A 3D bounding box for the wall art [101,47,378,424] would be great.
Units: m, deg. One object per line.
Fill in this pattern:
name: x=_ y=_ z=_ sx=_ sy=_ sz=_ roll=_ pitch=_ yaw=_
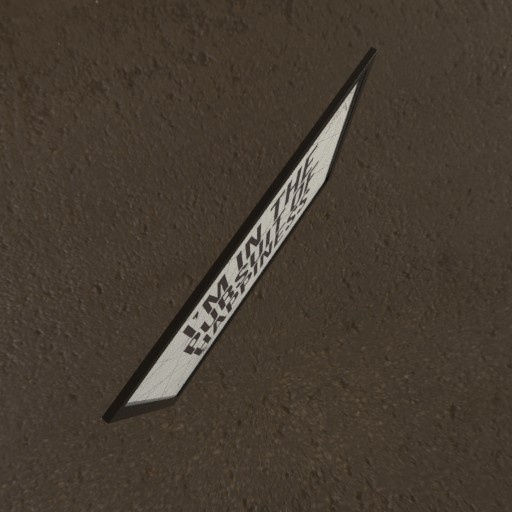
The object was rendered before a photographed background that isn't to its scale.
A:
wall art: x=0.000 y=0.000 z=1.029 sx=0.015 sy=0.552 sz=0.819 roll=33 pitch=77 yaw=9
